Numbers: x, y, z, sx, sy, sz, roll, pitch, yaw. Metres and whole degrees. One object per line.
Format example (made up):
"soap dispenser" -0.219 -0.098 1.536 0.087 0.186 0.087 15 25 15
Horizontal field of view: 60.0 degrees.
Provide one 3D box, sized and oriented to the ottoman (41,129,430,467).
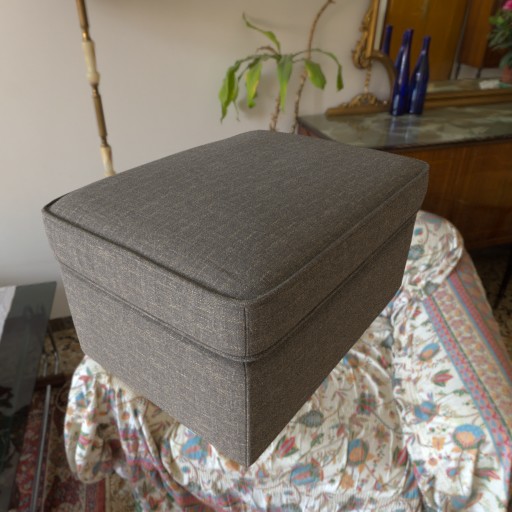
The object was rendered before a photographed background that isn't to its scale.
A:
"ottoman" 0.000 0.000 1.054 0.549 0.450 0.749 21 37 31
